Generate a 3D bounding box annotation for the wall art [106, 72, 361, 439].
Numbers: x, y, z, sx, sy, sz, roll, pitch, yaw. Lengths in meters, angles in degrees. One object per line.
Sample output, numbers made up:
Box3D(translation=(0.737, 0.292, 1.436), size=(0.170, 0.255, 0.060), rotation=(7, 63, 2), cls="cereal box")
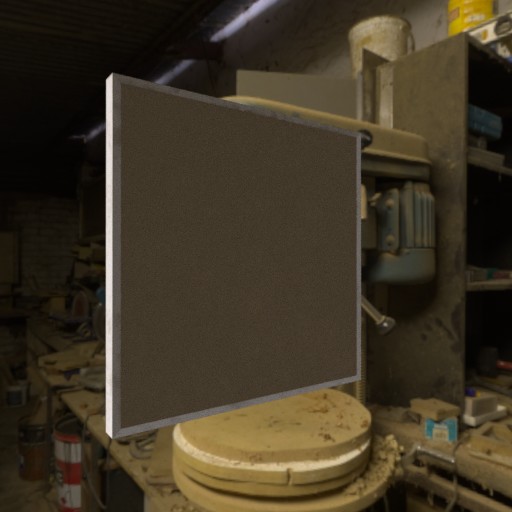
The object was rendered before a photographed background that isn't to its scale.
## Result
Box3D(translation=(0.000, 0.000, 0.771), size=(0.508, 0.506, 0.029), rotation=(0, 0, -36), cls="wall art")
